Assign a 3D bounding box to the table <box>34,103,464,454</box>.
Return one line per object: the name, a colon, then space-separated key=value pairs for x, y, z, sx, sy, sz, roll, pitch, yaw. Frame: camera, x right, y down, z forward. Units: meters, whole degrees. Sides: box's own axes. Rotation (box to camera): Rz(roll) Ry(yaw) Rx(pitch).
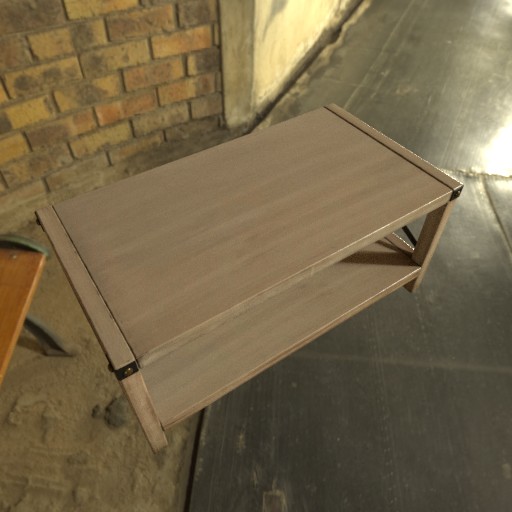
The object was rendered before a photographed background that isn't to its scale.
table: x=0.000 y=0.000 z=1.334 sx=1.016 sy=0.456 sz=0.559 roll=-26 pitch=52 yaw=-22
